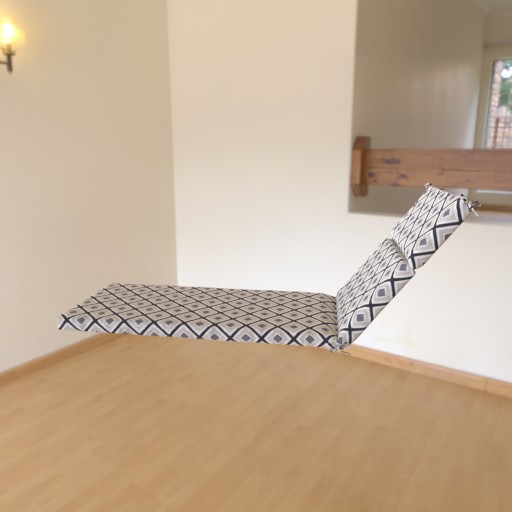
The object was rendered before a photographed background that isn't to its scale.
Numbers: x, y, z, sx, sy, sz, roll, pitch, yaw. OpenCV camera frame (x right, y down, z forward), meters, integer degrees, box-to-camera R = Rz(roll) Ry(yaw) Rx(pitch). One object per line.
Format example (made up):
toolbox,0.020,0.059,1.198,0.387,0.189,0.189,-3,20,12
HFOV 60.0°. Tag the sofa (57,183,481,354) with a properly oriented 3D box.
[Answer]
sofa,0.000,0.000,1.960,1.663,0.622,0.582,2,14,9
